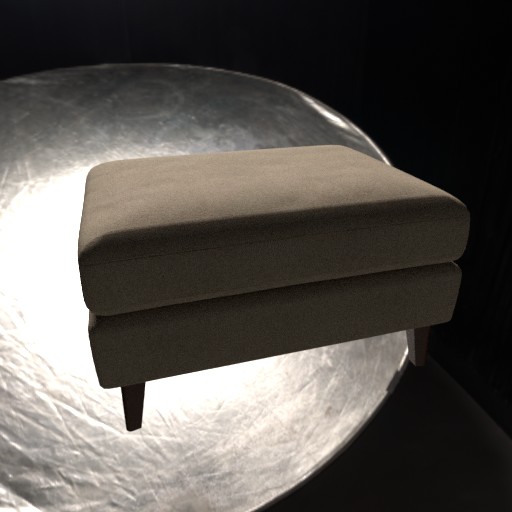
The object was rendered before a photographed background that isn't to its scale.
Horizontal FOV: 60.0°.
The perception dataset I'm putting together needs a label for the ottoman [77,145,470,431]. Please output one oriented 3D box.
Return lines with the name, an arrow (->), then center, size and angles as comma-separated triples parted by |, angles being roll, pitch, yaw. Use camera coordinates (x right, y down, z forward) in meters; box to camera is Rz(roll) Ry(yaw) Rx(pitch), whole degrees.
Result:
ottoman -> 0.000, 0.000, 1.180 | 0.823, 0.478, 0.610 | -8, 28, -15
